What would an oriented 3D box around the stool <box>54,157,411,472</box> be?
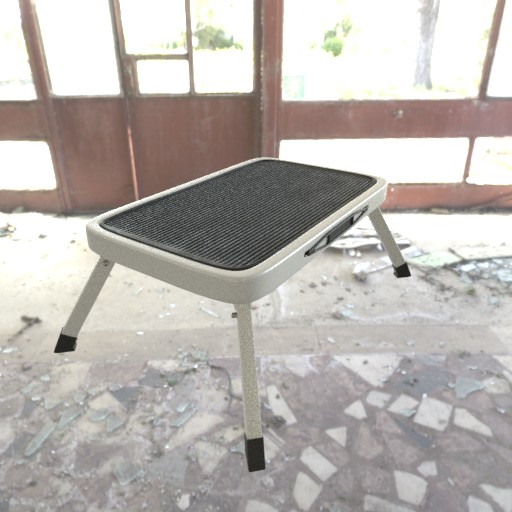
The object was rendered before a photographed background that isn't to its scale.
[{"bbox_3d":[0.000,0.000,0.612,0.320,0.170,0.460,17,31,30],"label":"stool"}]
